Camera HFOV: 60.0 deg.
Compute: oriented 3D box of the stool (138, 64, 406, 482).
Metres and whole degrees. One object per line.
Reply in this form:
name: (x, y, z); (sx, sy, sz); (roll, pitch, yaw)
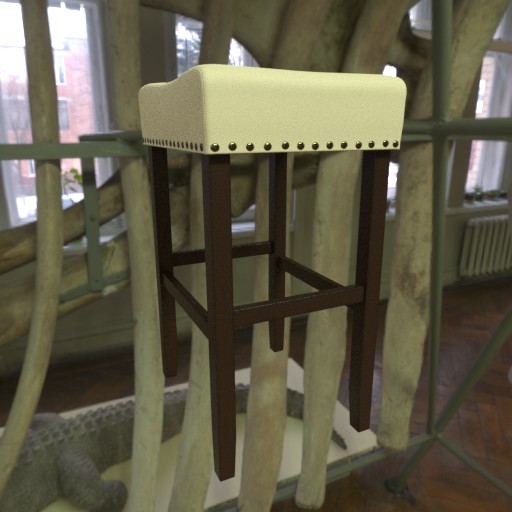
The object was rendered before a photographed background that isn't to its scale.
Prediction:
stool: (0.000, 0.000, 1.028); (0.401, 0.762, 0.471); (-8, 18, -25)
